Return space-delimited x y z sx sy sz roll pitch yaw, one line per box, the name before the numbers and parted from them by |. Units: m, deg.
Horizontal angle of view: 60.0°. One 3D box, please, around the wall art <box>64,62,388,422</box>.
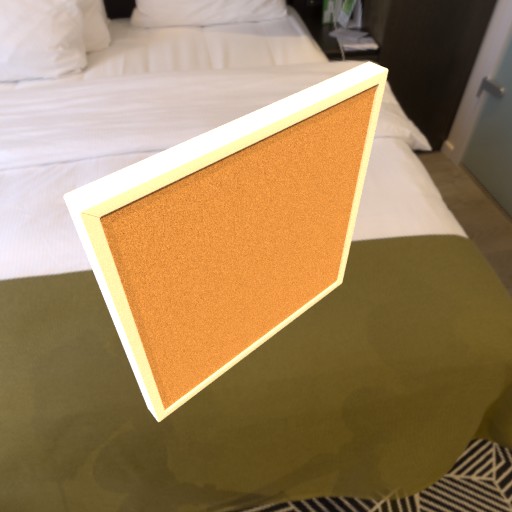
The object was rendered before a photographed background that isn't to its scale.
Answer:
wall art | 0.000 0.000 0.755 0.508 0.508 0.038 -32 54 -27
